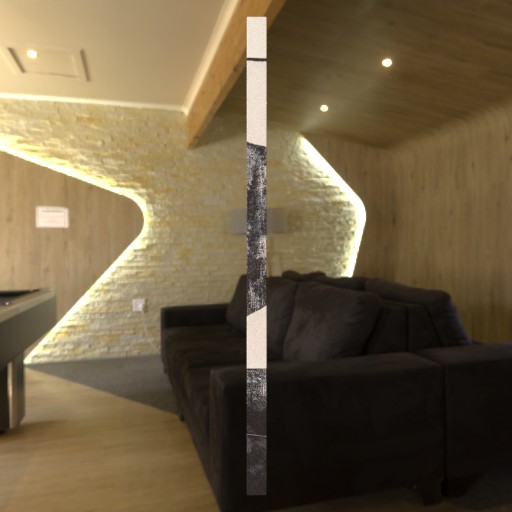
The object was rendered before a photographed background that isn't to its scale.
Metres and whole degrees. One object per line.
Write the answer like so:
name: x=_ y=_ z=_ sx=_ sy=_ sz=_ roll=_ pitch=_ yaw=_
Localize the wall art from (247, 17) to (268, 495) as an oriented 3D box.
wall art: x=0.000 y=0.000 z=1.152 sx=0.041 sy=0.915 sz=0.610 roll=0 pitch=0 yaw=-1
